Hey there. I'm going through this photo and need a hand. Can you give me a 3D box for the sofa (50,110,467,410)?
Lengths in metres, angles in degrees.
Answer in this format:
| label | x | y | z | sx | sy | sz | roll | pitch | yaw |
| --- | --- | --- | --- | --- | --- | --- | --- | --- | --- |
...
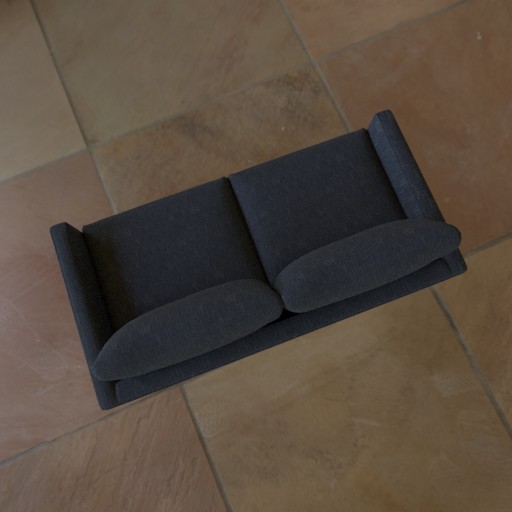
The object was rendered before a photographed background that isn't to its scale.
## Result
| label | x | y | z | sx | sy | sz | roll | pitch | yaw |
| --- | --- | --- | --- | --- | --- | --- | --- | --- | --- |
| sofa | 0.000 | 0.000 | 2.157 | 1.716 | 0.862 | 0.866 | -20 | 78 | -4 |
